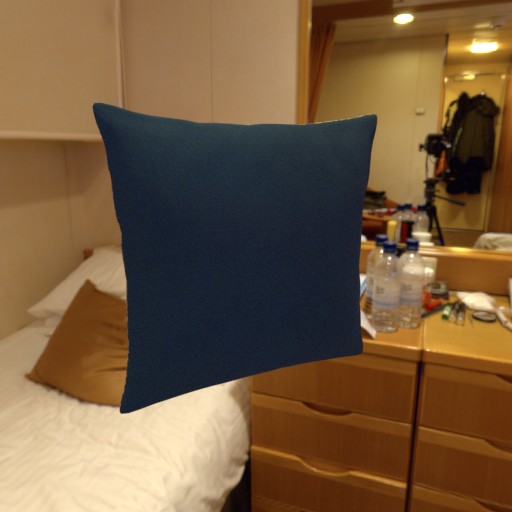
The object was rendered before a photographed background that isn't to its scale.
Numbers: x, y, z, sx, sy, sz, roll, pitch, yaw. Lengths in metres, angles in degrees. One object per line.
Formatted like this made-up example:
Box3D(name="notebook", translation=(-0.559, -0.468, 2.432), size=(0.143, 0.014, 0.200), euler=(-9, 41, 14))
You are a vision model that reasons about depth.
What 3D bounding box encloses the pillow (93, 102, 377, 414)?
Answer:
Box3D(name="pillow", translation=(0.000, 0.000, 0.809), size=(0.523, 0.510, 0.166), euler=(-6, 15, -25))
